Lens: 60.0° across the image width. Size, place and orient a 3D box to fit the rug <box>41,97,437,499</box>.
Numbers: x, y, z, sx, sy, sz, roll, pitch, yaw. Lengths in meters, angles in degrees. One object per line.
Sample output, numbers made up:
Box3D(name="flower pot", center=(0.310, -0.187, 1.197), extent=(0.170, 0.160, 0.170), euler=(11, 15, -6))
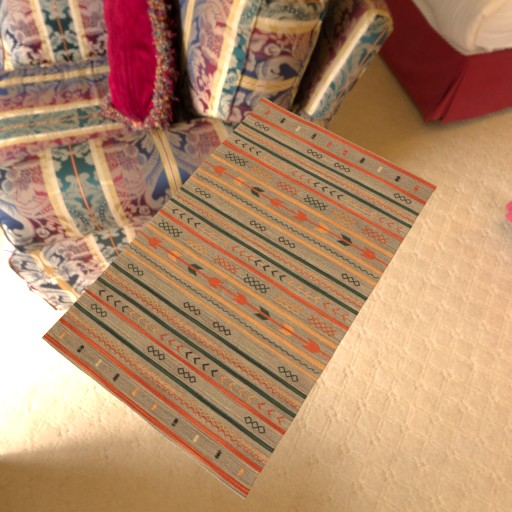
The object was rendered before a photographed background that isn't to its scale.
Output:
Box3D(name="rug", center=(0.000, 0.000, 2.977), extent=(1.537, 0.029, 2.439), euler=(32, 68, 15))
